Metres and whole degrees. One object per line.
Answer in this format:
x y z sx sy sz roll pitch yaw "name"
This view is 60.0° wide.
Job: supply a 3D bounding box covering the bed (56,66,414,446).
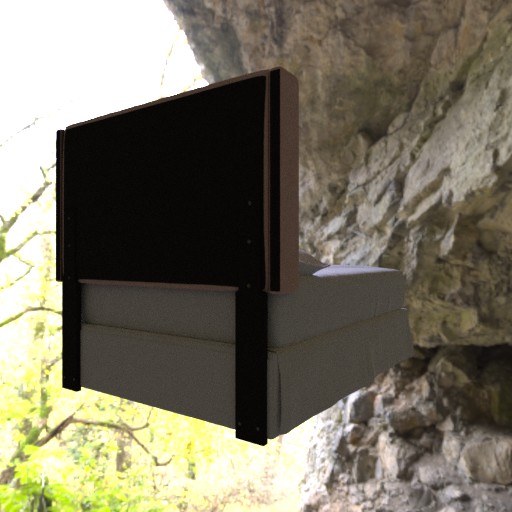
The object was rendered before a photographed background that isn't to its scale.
0.000 0.000 3.208 1.719 1.665 2.066 0 0 35 "bed"
